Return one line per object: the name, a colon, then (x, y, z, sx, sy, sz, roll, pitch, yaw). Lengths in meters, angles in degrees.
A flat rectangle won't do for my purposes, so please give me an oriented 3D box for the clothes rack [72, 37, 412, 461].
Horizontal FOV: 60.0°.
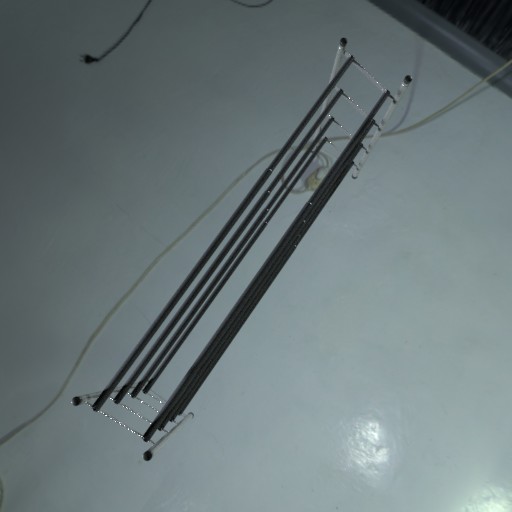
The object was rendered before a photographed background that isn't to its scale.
clothes rack: (0.000, 0.000, 1.424, 0.229, 0.672, 1.168, 34, 80, 7)
